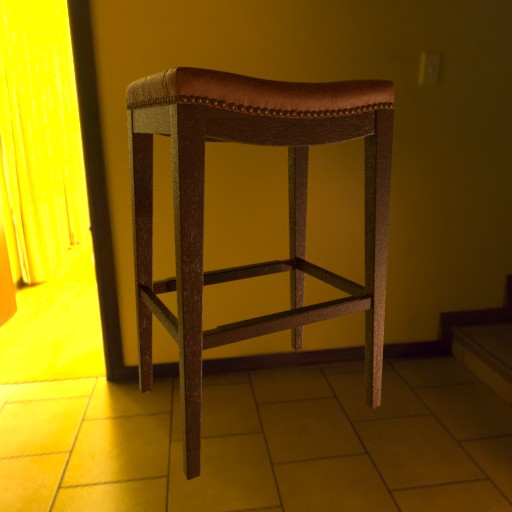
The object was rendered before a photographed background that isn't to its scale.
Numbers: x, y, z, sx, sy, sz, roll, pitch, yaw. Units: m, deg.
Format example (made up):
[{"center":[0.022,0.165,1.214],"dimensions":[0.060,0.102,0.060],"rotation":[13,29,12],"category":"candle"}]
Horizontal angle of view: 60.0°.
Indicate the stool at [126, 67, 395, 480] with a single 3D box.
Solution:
[{"center":[0.000,0.000,1.024],"dimensions":[0.500,0.759,0.361],"rotation":[-9,18,-27],"category":"stool"}]
